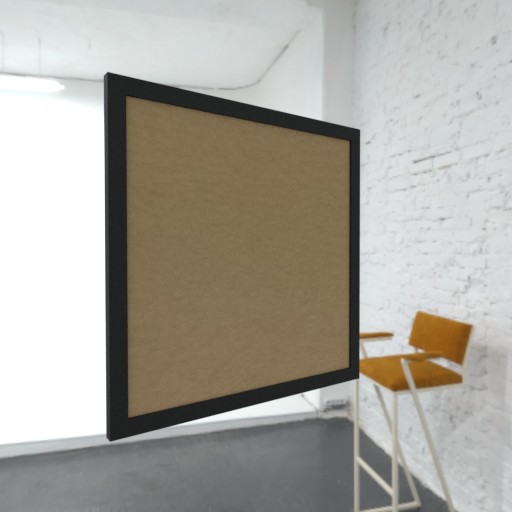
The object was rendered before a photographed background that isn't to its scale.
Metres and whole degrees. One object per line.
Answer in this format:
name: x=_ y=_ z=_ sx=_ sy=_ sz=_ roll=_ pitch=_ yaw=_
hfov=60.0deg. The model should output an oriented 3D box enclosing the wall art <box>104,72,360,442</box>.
wall art: x=0.000 y=0.000 z=0.536 sx=0.358 sy=0.357 sz=0.012 roll=-1 pitch=1 yaw=-36
